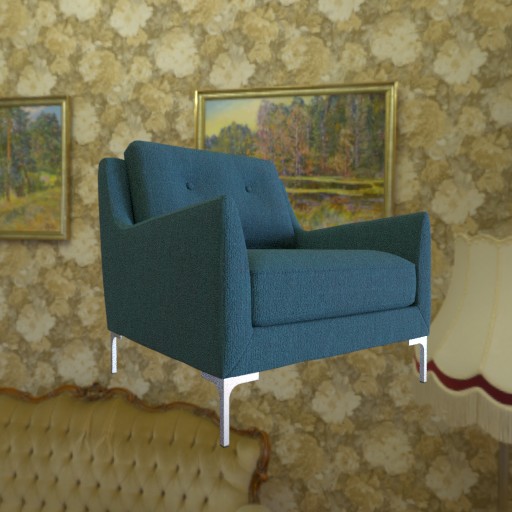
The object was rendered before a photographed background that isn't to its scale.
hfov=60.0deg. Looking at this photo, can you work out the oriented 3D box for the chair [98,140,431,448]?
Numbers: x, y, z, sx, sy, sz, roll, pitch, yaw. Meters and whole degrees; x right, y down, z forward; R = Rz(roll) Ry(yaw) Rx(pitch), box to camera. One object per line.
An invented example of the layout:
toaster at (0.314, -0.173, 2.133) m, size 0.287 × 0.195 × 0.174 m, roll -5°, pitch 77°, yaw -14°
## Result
chair at (0.000, 0.000, 1.533) m, size 0.847 × 0.828 × 0.849 m, roll -1°, pitch 1°, yaw -37°
